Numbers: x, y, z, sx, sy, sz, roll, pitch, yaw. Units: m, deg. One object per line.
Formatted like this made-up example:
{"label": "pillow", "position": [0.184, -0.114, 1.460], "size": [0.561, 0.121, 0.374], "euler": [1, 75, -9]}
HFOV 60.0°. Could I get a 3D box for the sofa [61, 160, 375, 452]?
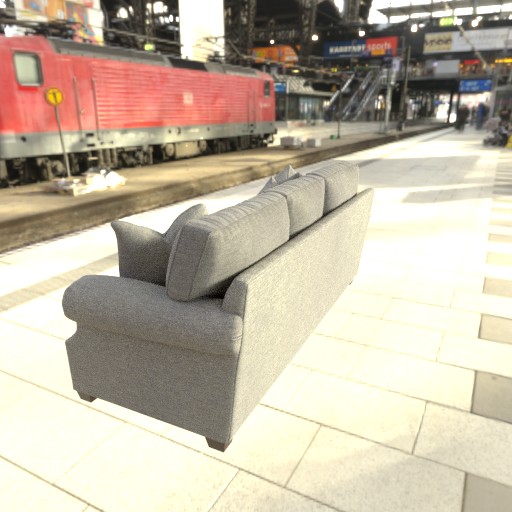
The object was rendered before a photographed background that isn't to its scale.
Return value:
{"label": "sofa", "position": [0.000, 0.000, 2.720], "size": [0.965, 0.975, 2.312], "euler": [9, 20, 24]}
